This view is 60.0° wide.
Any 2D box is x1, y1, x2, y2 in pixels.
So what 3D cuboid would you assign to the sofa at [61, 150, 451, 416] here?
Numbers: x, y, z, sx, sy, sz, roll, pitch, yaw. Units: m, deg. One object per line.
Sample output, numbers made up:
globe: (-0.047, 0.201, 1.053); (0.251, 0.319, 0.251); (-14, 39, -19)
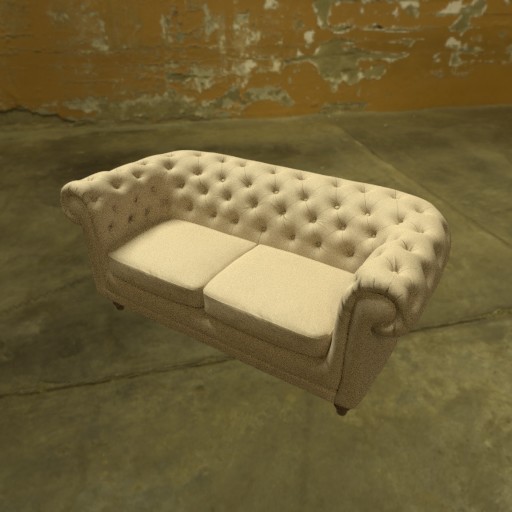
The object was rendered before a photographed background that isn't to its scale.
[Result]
sofa: (0.000, 0.000, 2.529); (1.988, 0.835, 1.069); (18, 34, 28)
